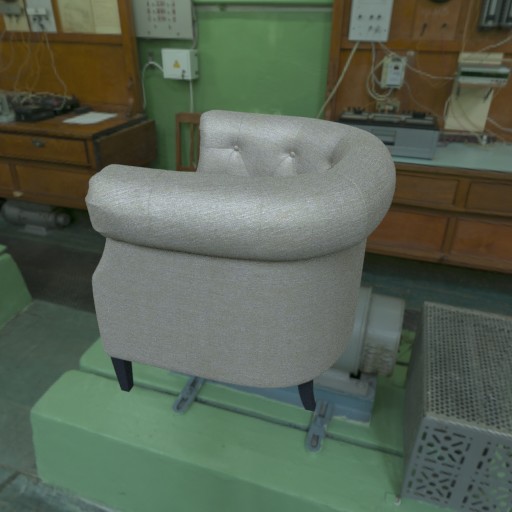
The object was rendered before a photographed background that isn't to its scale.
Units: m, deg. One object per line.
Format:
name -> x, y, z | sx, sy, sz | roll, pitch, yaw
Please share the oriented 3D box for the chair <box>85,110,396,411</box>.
chair -> 0.000, 0.000, 1.558 | 0.852, 0.827, 0.905 | 9, 31, 14
